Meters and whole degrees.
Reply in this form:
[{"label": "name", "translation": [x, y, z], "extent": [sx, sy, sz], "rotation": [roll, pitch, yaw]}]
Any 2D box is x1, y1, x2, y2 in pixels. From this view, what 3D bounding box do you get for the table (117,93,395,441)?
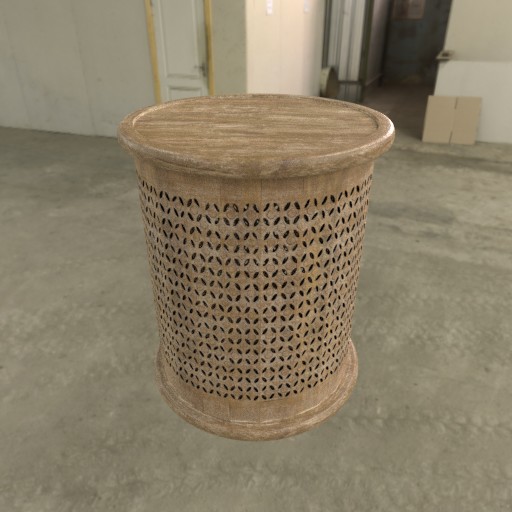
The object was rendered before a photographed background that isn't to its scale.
[{"label": "table", "translation": [0.000, 0.000, 0.787], "extent": [0.407, 0.482, 0.407], "rotation": [0, 30, 0]}]
